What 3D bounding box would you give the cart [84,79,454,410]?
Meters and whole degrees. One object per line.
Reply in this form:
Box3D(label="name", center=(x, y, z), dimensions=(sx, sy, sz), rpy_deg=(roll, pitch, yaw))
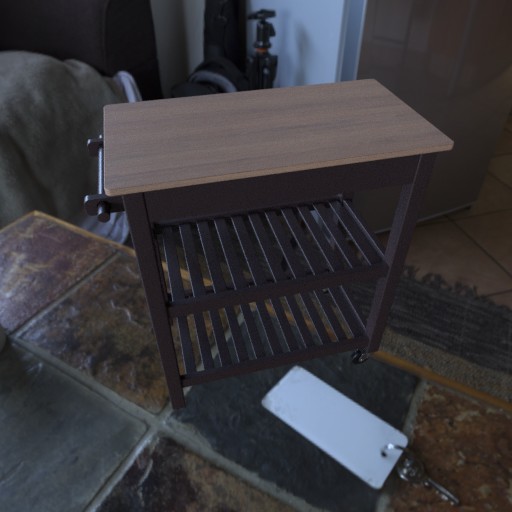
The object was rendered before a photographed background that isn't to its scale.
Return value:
Box3D(label="cart", center=(0.000, 0.000, 1.475), dimensions=(0.899, 0.927, 0.457), rpy_deg=(-10, 42, -11))
